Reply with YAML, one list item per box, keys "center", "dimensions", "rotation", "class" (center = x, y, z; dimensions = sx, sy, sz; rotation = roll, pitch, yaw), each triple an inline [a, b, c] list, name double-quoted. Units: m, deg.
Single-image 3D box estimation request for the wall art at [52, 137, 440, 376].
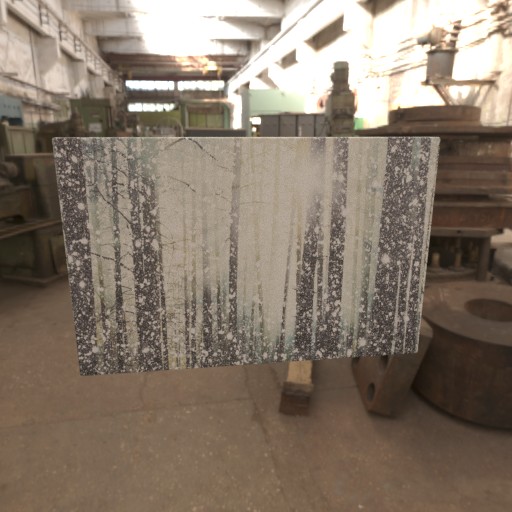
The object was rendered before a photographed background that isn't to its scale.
- center: [0.000, 0.000, 0.770]
  dimensions: [0.618, 0.398, 0.042]
  rotation: [-2, 16, -7]
  class: "wall art"
